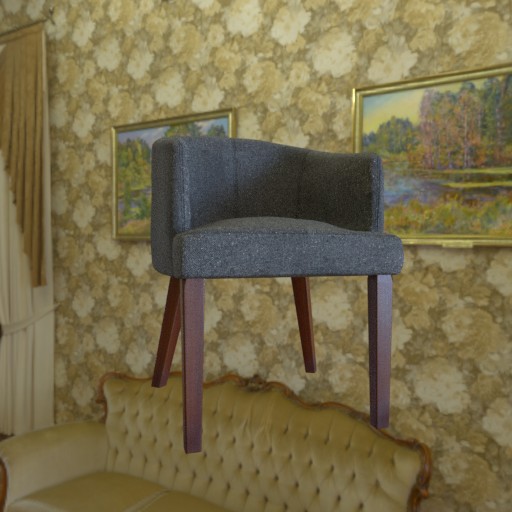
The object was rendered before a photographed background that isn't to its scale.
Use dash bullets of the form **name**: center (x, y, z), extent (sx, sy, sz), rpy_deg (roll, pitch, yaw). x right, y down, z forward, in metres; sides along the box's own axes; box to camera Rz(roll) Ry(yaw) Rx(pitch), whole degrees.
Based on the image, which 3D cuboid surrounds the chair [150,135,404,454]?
- **chair**: center (0.000, 0.000, 1.264), extent (0.583, 0.811, 0.655), rpy_deg (0, 1, -17)
